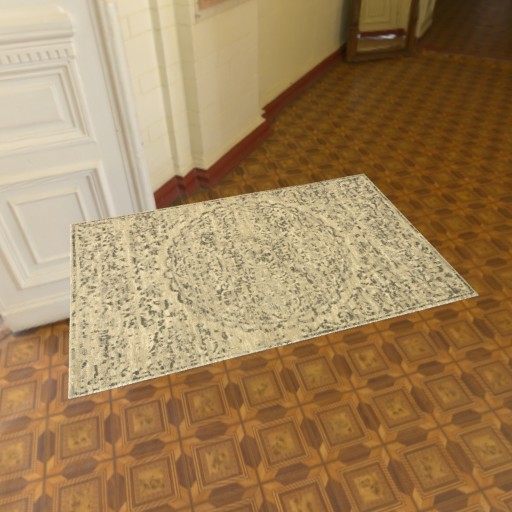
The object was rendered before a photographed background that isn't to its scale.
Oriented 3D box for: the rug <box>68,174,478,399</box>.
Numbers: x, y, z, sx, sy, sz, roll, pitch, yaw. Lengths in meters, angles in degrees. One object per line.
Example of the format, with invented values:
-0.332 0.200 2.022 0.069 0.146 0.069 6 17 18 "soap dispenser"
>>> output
0.000 0.000 3.049 2.447 0.021 1.527 -12 43 -13 "rug"
